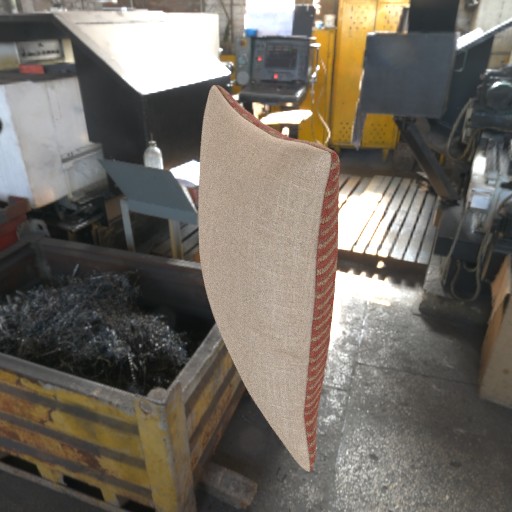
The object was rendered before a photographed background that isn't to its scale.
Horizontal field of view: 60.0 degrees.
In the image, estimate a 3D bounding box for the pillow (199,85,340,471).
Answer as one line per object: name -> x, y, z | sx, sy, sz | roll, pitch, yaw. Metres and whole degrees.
pillow -> 0.000, 0.000, 0.776 | 0.182, 0.503, 0.511 | -9, 30, -16
